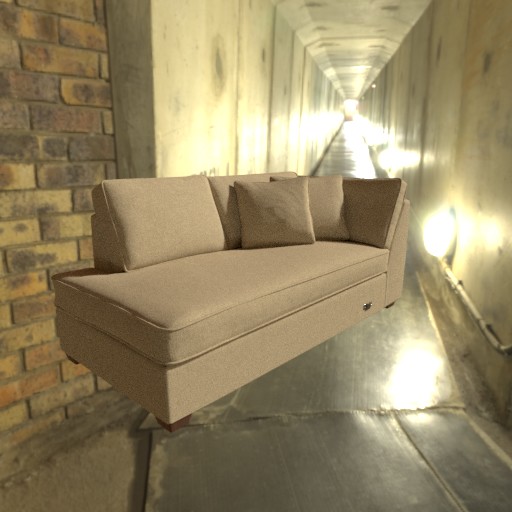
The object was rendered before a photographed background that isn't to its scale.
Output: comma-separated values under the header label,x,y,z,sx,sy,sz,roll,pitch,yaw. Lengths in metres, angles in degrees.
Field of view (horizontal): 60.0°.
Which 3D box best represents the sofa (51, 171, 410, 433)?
label,x,y,z,sx,sy,sz,roll,pitch,yaw
sofa,0.000,0.000,2.884,1.110,1.033,2.237,13,19,42
